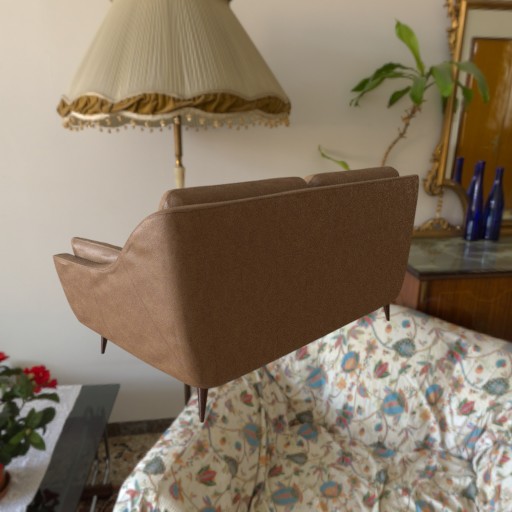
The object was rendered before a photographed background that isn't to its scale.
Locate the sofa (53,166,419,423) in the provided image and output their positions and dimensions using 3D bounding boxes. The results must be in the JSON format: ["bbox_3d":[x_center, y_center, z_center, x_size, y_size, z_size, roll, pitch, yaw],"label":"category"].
[{"bbox_3d":[0.000,0.000,2.318,1.731,0.886,0.981,-15,22,-41],"label":"sofa"}]
